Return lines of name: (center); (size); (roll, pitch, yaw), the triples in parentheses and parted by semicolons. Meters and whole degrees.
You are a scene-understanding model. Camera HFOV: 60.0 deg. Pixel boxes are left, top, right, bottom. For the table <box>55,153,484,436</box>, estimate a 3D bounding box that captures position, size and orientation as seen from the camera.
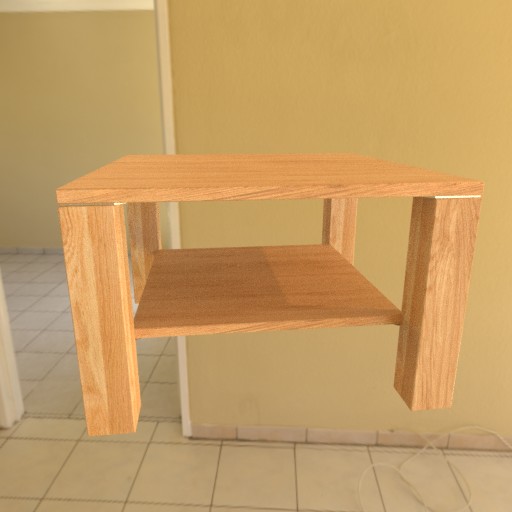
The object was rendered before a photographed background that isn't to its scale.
table: (0.000, 0.000, 1.111); (0.700, 0.450, 0.700); (-2, 17, -7)
